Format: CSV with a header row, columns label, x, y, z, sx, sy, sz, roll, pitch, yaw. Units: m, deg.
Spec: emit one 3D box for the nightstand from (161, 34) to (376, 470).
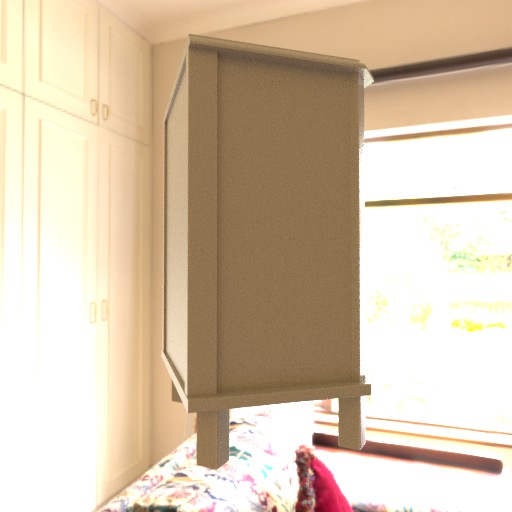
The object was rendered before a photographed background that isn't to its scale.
label,x,y,z,sx,sy,sz,roll,pitch,yaw
nightstand,0.000,0.000,0.929,0.348,0.680,0.435,0,-1,-17
